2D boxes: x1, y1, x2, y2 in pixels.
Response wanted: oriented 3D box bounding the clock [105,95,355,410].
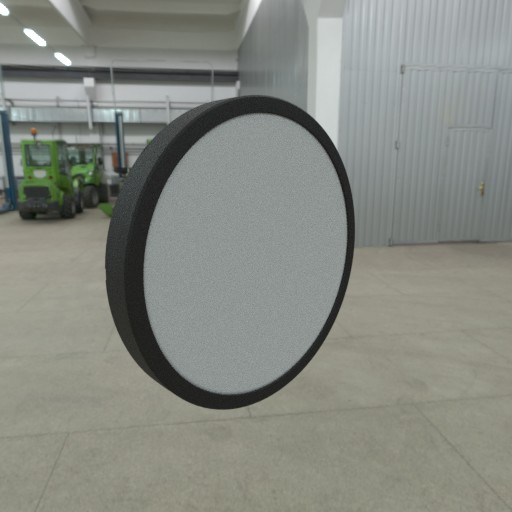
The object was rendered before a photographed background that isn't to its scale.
[{"bbox_3d":[0.000,0.000,0.431,0.293,0.293,0.040,-12,17,-43],"label":"clock"}]
